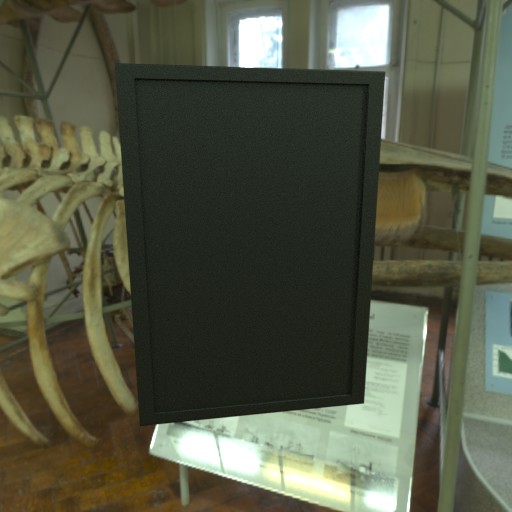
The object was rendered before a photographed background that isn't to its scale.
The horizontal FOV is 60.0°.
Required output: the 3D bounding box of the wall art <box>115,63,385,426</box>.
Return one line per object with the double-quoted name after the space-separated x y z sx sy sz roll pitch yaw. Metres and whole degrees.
0.000 0.000 0.546 0.303 0.431 0.013 -2 14 -10 "wall art"
